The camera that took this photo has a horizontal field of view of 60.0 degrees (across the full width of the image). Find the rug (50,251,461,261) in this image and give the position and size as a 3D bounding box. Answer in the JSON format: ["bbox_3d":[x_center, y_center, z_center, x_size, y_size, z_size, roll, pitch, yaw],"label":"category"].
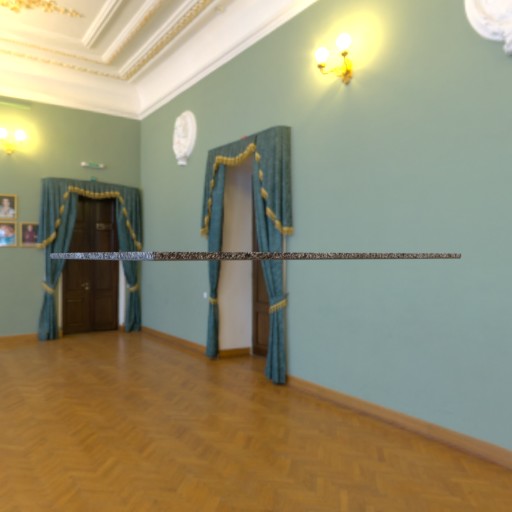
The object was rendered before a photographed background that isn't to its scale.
[{"bbox_3d":[0.000,0.000,2.150,1.601,0.025,1.198,0,0,-37],"label":"rug"}]
